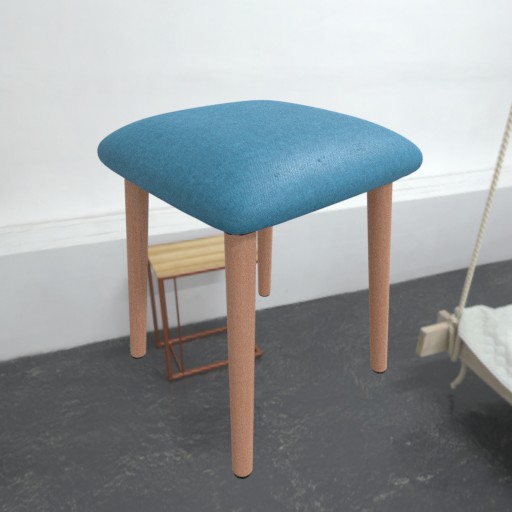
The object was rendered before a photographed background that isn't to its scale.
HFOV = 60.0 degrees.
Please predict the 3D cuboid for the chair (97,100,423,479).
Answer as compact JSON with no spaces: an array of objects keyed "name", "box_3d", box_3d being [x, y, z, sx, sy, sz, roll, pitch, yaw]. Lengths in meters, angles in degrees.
[{"name":"chair","box_3d":[0.000,0.000,0.715,0.360,0.450,0.360,-22,36,-34]}]
